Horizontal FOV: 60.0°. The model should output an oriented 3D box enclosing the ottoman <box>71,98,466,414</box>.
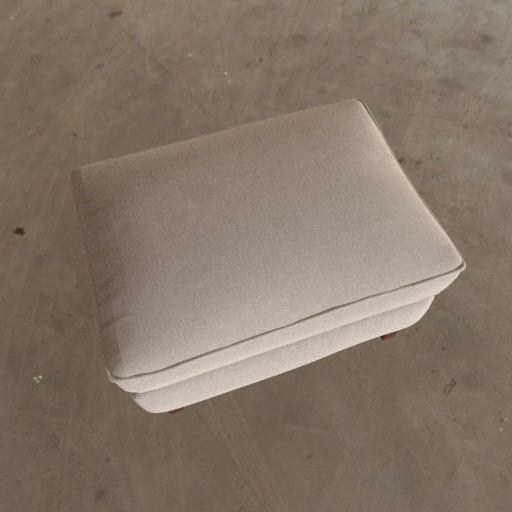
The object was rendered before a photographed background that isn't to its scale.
[{"bbox_3d":[0.000,0.000,0.986,0.665,0.456,0.501,-17,63,-9],"label":"ottoman"}]
